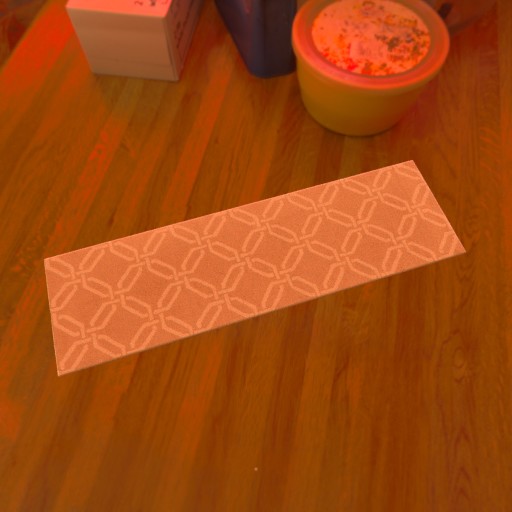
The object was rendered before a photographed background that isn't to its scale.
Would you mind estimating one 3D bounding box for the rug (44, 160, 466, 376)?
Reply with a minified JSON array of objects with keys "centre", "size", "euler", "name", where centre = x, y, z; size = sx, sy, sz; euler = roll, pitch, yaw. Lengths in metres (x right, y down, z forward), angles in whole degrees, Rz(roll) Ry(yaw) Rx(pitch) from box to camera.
[{"centre":[0.000,0.000,2.491],"size":[2.276,0.014,0.678],"euler":[-16,65,-8],"name":"rug"}]
